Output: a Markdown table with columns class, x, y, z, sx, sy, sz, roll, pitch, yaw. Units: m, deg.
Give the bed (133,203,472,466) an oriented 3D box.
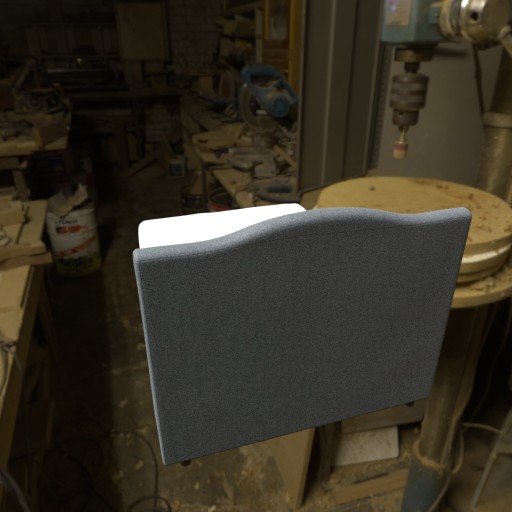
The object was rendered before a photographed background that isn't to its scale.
| class | x | y | z | sx | sy | sz | roll | pitch | yaw |
| --- | --- | --- | --- | --- | --- | --- | --- | --- | --- |
| bed | 0.000 | 0.000 | 3.286 | 1.753 | 1.460 | 2.143 | -8 | 28 | -16 |
